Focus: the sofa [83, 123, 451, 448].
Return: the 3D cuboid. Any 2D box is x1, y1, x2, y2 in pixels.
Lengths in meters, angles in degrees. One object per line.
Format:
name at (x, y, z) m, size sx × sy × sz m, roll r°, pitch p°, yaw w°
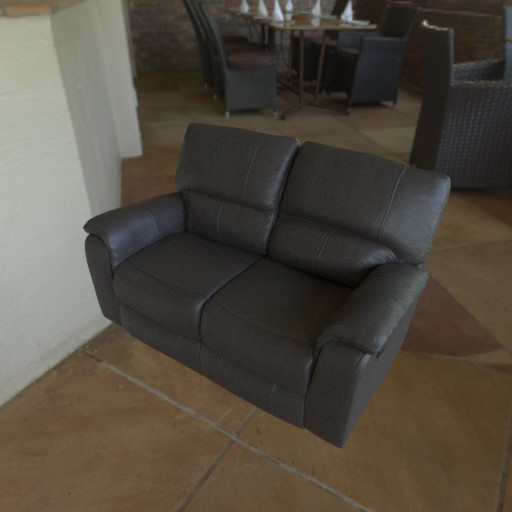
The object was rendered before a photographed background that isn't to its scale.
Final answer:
sofa at (0.000, 0.000, 2.452) m, size 1.765 × 1.111 × 1.104 m, roll 20°, pitch 37°, yaw 29°
